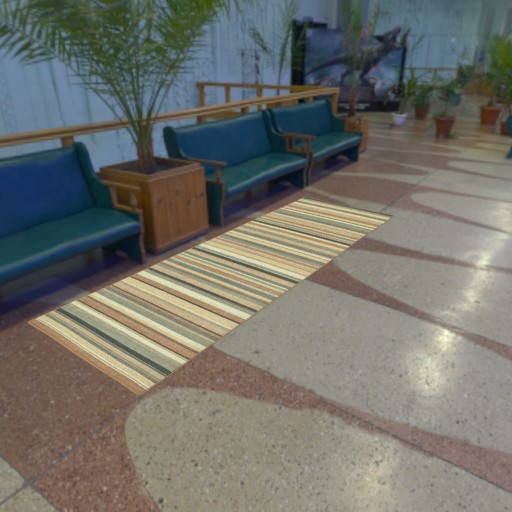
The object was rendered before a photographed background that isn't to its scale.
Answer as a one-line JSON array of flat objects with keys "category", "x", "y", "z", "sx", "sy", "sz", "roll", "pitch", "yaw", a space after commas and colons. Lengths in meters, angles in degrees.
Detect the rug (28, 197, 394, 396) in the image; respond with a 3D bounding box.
[{"category": "rug", "x": 0.000, "y": 0.000, "z": 2.704, "sx": 0.799, "sy": 0.010, "sz": 2.444, "roll": 18, "pitch": 30, "yaw": 33}]
